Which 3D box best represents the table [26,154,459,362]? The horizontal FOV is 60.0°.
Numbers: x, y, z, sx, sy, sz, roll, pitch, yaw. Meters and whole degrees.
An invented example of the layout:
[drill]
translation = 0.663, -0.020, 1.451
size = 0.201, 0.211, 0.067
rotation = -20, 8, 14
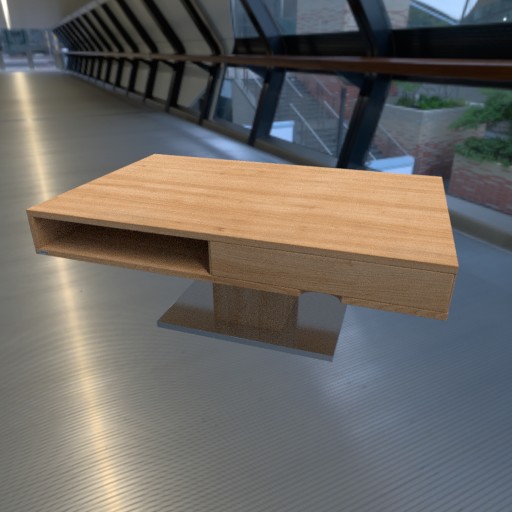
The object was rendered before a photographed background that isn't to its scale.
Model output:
[table]
translation = 0.000, 0.000, 1.455
size = 1.100, 0.440, 0.700
rotation = 8, 27, 16
